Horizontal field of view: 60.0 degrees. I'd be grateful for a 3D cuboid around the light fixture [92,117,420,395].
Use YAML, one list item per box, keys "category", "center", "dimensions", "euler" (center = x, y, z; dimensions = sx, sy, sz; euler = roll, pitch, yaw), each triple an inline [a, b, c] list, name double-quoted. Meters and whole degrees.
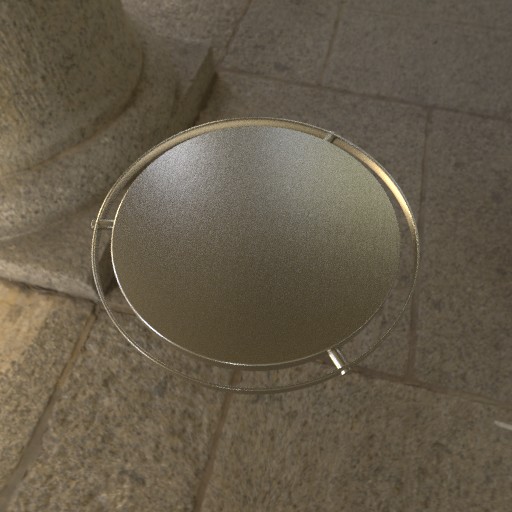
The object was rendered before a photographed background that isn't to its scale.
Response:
- category: "light fixture"
  center: [0.000, 0.000, 0.546]
  dimensions: [0.361, 0.130, 0.361]
  euler: [0, 58, 0]
